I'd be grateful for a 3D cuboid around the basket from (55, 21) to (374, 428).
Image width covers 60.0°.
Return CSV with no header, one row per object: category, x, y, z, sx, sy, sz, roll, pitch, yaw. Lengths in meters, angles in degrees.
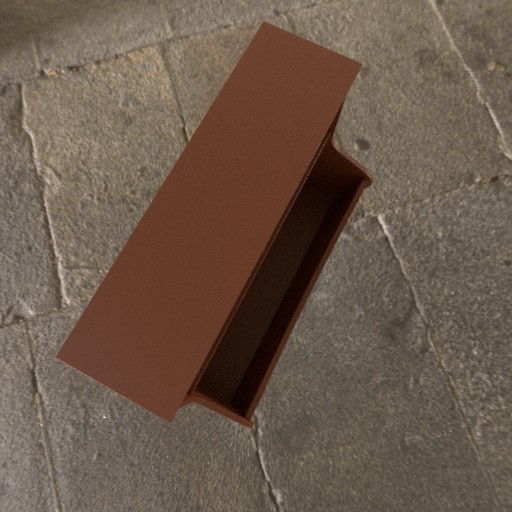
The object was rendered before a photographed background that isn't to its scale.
basket,0.000,0.000,1.140,0.376,0.625,0.792,27,77,7
